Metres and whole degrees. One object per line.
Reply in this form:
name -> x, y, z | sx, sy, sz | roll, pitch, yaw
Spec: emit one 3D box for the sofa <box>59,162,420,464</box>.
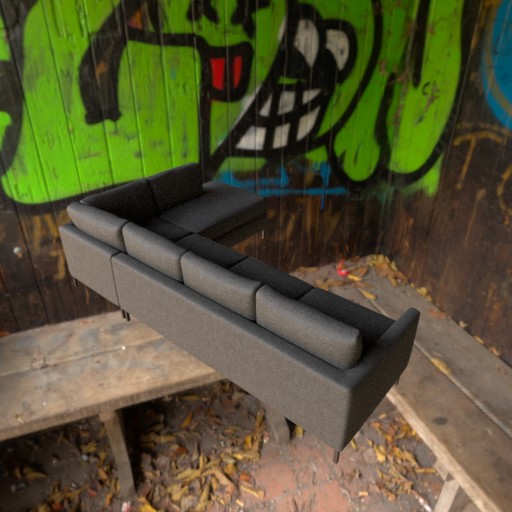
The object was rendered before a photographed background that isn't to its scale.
sofa -> 0.000, 0.000, 3.809 | 2.972, 0.858, 1.984 | 23, 37, 34
